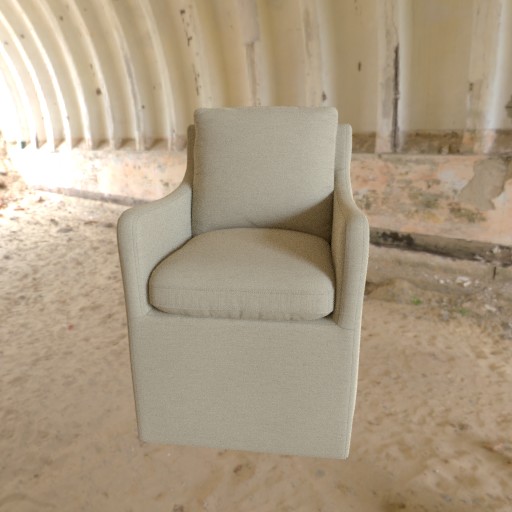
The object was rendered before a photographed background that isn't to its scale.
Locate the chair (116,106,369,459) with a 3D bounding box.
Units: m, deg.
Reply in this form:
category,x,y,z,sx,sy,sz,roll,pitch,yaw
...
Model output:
category,x,y,z,sx,sy,sz,roll,pitch,yaw
chair,0.000,0.000,1.378,0.626,0.914,0.694,2,15,7
